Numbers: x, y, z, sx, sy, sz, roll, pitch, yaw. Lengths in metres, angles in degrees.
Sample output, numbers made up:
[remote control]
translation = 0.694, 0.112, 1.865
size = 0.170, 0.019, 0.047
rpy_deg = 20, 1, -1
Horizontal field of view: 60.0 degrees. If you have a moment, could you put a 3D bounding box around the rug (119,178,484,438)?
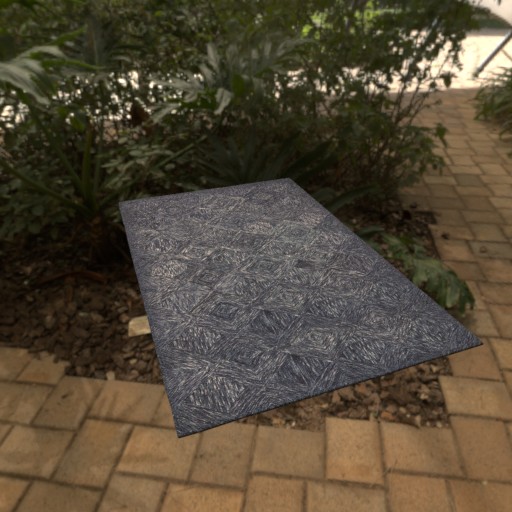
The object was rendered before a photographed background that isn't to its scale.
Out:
[rug]
translation = 0.000, 0.000, 2.159
size = 1.139, 0.010, 1.754
rpy_deg = -11, 33, -17
